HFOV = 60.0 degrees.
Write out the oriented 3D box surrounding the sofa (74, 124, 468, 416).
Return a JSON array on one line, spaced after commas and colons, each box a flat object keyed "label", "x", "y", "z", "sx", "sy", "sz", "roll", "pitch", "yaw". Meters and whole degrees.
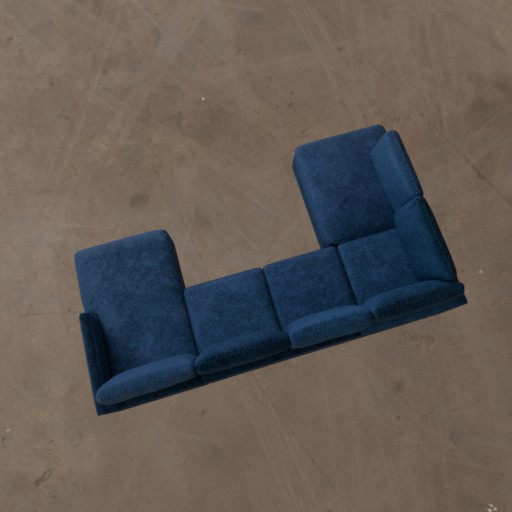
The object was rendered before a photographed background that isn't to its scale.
[{"label": "sofa", "x": 0.000, "y": 0.000, "z": 4.340, "sx": 3.434, "sy": 0.992, "sz": 2.055, "roll": -16, "pitch": 75, "yaw": -4}]
